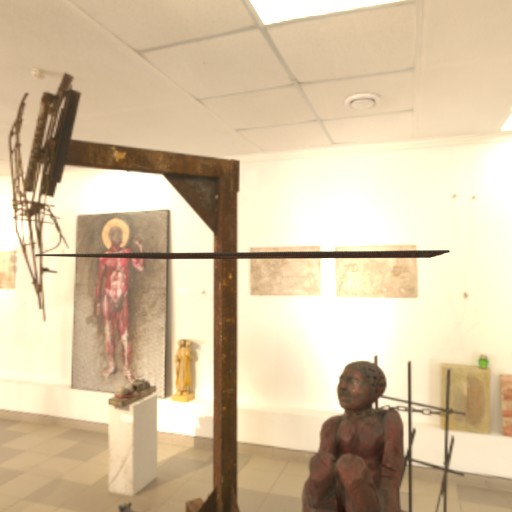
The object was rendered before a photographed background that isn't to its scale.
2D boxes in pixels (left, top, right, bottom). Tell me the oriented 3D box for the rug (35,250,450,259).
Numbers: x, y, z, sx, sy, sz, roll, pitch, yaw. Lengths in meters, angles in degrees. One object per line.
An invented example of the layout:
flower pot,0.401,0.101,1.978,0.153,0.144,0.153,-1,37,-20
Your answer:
rug,0.000,0.000,2.385,1.820,0.012,1.207,0,-1,19
